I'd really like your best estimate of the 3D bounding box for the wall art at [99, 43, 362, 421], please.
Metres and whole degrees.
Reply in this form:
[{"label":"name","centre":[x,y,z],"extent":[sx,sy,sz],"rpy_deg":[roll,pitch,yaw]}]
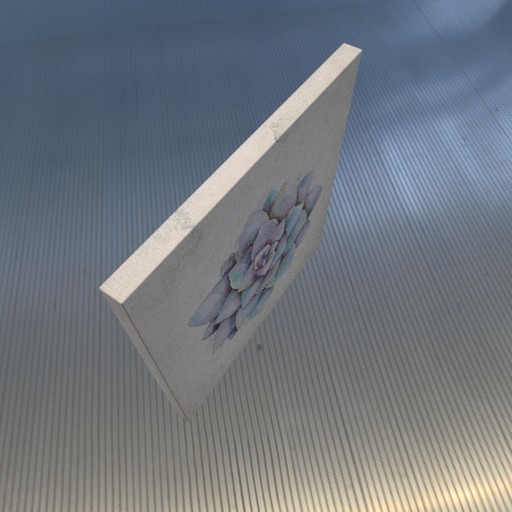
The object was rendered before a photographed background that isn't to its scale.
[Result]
[{"label":"wall art","centre":[0.000,0.000,0.916],"extent":[0.040,0.612,0.612],"rpy_deg":[30,62,18]}]
